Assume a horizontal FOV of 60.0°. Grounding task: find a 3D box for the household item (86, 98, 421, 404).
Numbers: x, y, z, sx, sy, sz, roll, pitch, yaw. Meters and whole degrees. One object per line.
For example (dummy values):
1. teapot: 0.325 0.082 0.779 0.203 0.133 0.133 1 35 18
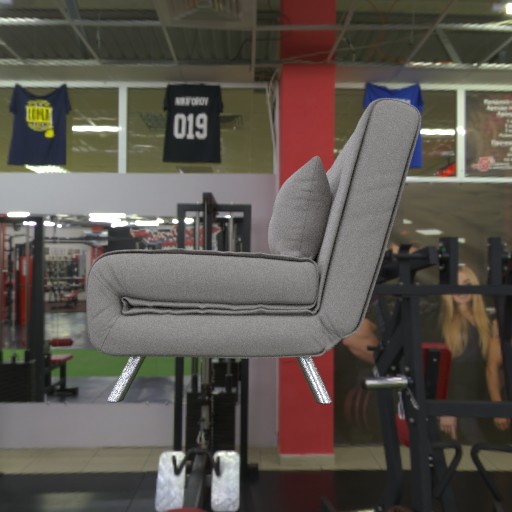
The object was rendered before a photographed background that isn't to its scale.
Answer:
1. household item: 0.000 0.000 1.620 0.874 0.800 1.000 0 -1 1
